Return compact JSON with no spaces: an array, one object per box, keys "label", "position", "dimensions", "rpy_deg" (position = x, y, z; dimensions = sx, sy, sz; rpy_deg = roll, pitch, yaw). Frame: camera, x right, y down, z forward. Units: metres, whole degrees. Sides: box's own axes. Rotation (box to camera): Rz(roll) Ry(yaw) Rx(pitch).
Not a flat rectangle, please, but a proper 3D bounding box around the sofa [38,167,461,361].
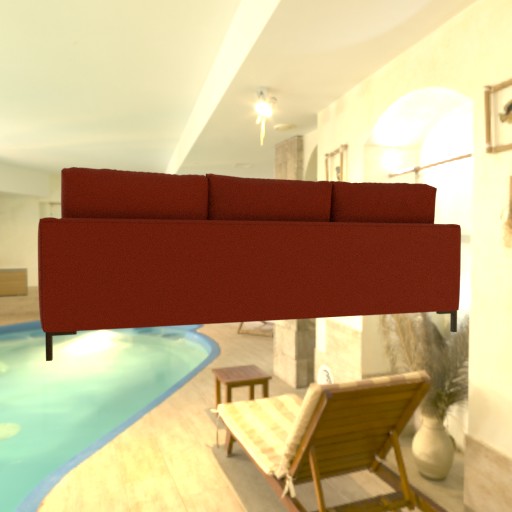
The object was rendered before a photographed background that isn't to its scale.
[{"label":"sofa","position":[0.000,0.000,2.646],"dimensions":[2.252,0.879,0.875],"rpy_deg":[0,2,-17]}]
